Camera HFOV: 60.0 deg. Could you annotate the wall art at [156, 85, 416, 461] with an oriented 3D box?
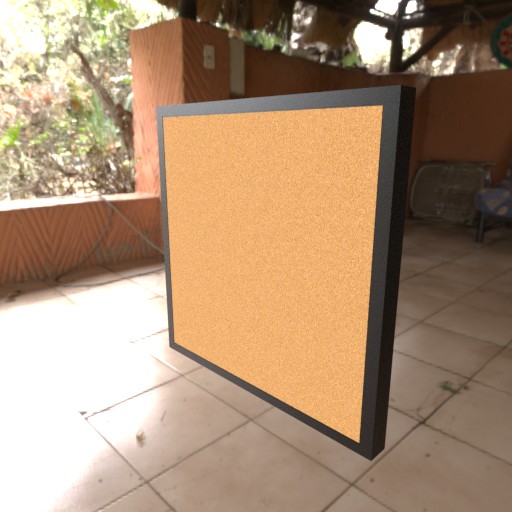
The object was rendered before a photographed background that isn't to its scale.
[{"bbox_3d":[0.000,0.000,0.756,0.038,0.506,0.506,-14,21,-43],"label":"wall art"}]
